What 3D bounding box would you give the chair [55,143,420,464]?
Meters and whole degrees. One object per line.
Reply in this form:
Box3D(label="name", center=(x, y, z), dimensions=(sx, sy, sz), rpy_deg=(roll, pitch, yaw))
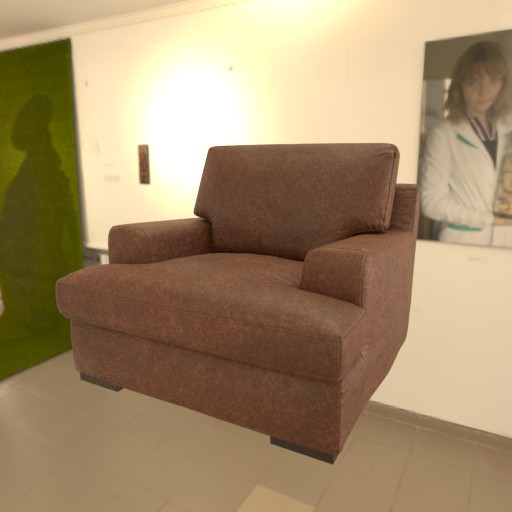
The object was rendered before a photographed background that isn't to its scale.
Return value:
Box3D(label="chair", center=(0.000, 0.000, 1.874), dimensions=(1.168, 0.939, 1.143), rpy_deg=(7, 14, 28))
